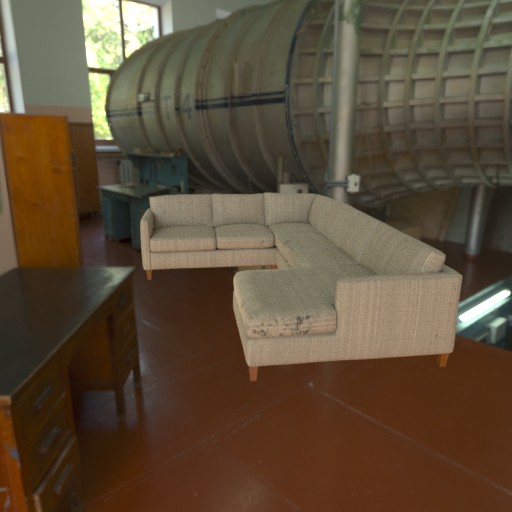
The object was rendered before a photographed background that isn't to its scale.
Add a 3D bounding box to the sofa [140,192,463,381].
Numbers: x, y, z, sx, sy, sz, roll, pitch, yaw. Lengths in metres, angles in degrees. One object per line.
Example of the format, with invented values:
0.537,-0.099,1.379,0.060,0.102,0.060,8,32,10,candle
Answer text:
0.000,0.000,4.714,2.594,0.961,3.460,-2,15,-8,sofa
